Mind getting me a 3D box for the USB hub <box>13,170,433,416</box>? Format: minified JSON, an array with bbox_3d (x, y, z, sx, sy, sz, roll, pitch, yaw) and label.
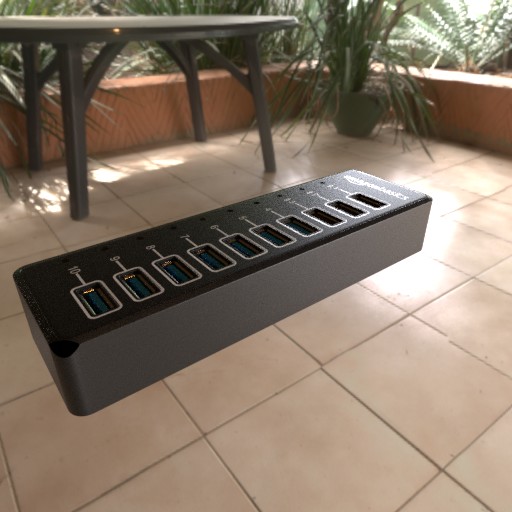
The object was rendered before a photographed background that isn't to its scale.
[{"bbox_3d":[0.000,0.000,0.155,0.145,0.023,0.044,-21,36,-32],"label":"USB hub"}]
